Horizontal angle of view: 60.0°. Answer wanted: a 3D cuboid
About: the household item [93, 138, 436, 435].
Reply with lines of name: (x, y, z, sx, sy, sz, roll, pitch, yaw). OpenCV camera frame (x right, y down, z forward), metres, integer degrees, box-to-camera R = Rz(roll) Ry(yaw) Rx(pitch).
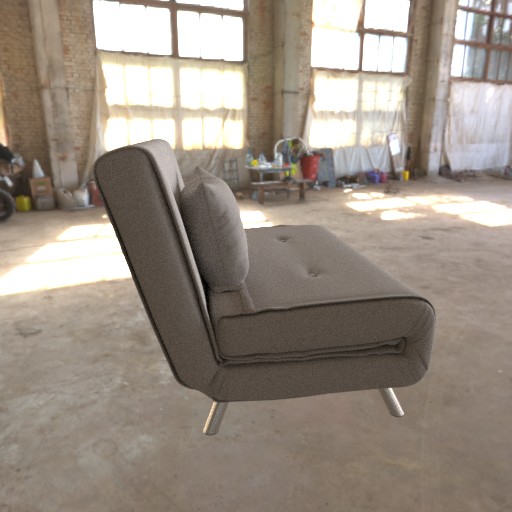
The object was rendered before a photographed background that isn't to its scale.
household item: (0.000, 0.000, 1.586, 0.874, 0.800, 1.000, -2, 16, -8)
